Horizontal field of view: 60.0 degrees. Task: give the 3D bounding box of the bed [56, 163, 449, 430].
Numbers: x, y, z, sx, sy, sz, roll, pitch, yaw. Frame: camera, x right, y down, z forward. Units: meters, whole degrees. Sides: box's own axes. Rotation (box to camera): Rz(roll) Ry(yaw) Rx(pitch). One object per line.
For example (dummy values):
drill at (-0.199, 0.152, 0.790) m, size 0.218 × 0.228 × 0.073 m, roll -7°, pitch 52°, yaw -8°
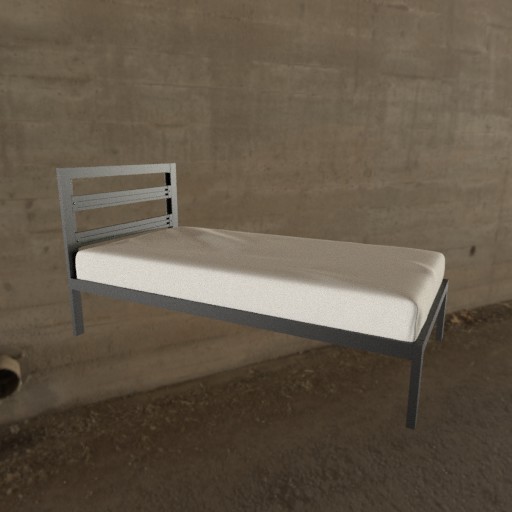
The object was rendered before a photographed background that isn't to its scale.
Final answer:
bed at (0.000, 0.000, 2.483) m, size 1.930 × 0.967 × 0.991 m, roll 7°, pitch 15°, yaw 27°
